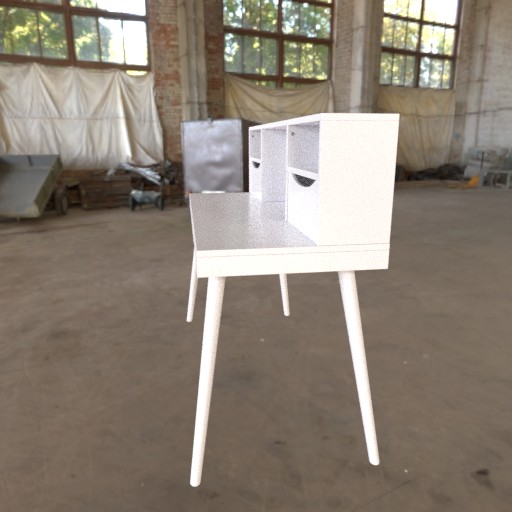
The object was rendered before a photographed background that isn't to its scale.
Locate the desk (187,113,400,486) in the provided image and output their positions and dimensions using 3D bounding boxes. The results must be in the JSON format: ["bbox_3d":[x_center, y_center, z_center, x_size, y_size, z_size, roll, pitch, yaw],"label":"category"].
[{"bbox_3d":[0.000,0.000,1.716,0.559,0.990,1.199,-2,15,-9],"label":"desk"}]
